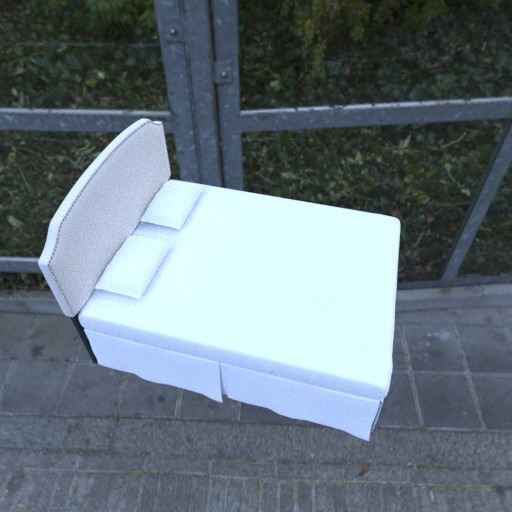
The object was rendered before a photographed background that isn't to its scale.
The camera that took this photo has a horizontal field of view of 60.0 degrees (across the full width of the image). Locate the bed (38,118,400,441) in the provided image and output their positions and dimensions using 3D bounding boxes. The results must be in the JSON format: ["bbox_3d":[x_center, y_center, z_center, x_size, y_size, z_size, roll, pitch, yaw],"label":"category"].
[{"bbox_3d":[0.000,0.000,2.993,1.999,1.270,1.558,11,47,10],"label":"bed"}]
